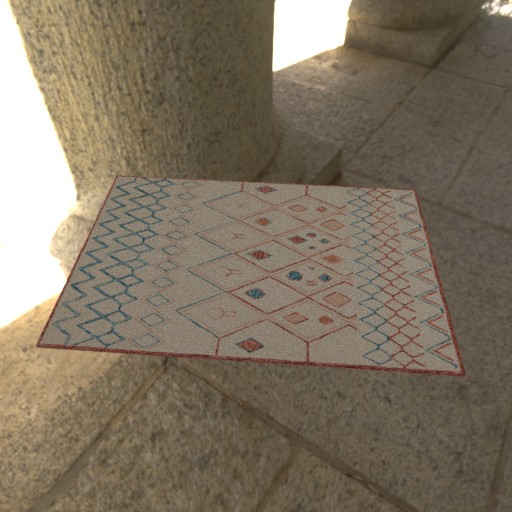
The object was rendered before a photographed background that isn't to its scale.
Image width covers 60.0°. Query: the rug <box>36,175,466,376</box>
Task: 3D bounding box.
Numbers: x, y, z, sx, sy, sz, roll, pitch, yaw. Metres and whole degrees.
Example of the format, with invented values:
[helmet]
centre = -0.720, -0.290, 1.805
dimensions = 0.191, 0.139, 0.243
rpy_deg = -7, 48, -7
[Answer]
[rug]
centre = 0.000, 0.000, 2.288
dimensions = 1.829, 0.016, 1.219
rpy_deg = 3, 47, 3
